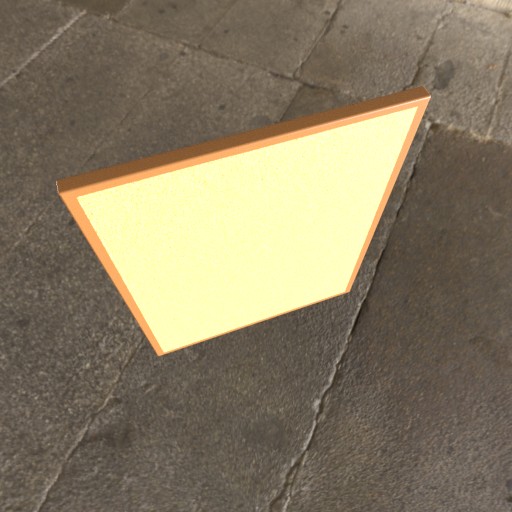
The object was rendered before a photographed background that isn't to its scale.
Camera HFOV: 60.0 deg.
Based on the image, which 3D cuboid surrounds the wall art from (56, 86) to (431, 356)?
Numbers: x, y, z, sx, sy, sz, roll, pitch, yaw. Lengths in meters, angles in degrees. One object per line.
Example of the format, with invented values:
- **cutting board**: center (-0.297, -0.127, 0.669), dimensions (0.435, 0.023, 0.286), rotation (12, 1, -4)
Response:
- **wall art**: center (0.000, 0.000, 0.745), dimensions (0.449, 0.550, 0.021), rotation (-17, 61, -10)
